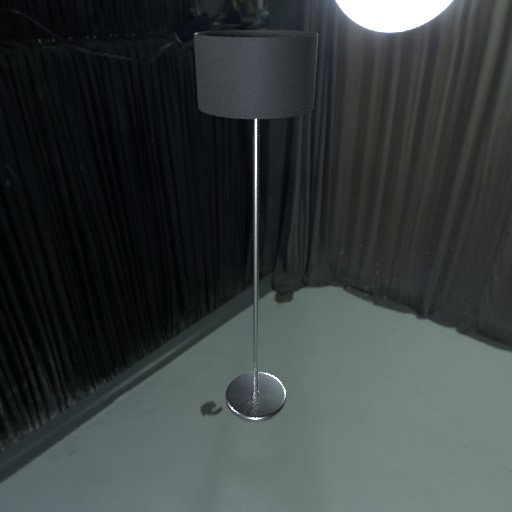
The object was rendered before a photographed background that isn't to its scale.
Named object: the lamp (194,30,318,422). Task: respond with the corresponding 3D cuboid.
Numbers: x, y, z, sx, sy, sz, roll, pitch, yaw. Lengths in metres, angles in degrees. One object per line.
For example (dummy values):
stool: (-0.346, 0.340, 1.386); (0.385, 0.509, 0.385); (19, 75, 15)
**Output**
lamp: (0.000, 0.000, 1.605); (0.348, 1.443, 0.348); (20, 35, 31)
